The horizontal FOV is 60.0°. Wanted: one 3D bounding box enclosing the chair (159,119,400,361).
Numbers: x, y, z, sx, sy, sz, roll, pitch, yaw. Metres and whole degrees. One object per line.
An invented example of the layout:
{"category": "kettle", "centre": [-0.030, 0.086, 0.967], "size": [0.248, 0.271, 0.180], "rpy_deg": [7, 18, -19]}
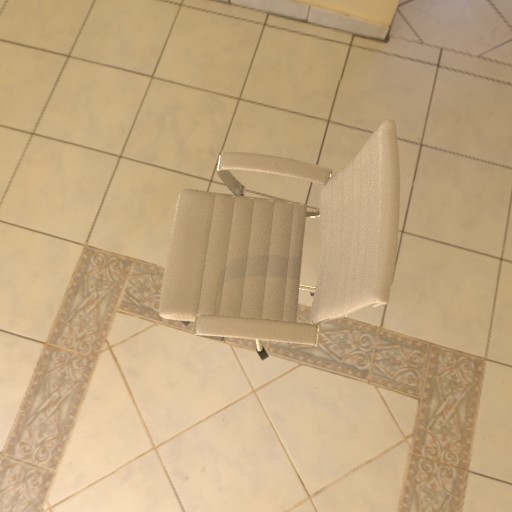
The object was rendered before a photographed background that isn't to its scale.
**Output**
{"category": "chair", "centre": [0.000, 0.000, 1.555], "size": [0.667, 1.149, 0.679], "rpy_deg": [6, 75, 2]}
